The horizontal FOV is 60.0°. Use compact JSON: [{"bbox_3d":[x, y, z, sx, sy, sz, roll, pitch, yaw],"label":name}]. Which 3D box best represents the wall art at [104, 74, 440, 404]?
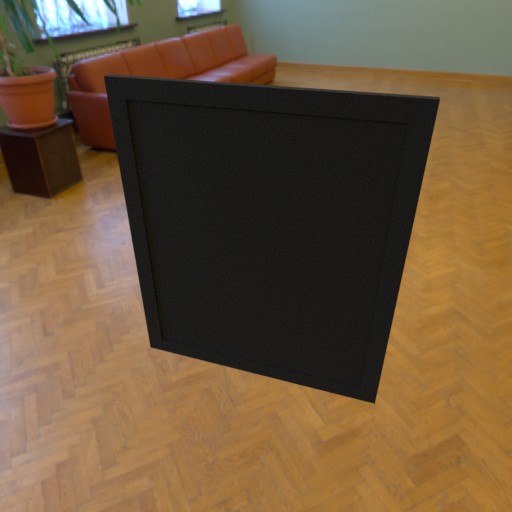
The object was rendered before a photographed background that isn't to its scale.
[{"bbox_3d":[0.000,0.000,0.494,0.311,0.361,0.010,10,34,15],"label":"wall art"}]
